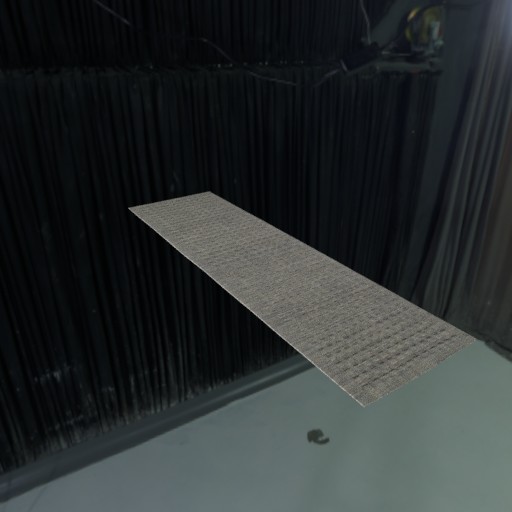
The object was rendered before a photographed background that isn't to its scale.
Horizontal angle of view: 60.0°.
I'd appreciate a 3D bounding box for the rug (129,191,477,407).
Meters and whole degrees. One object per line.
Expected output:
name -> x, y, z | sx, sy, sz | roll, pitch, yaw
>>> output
rug -> 0.000, 0.000, 2.668 | 0.706, 0.009, 2.443 | -17, 31, -30
